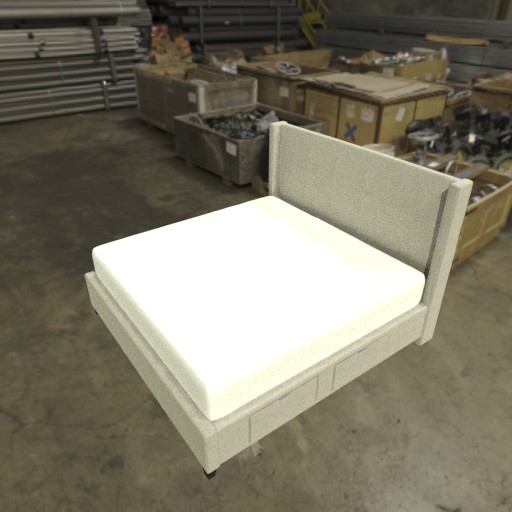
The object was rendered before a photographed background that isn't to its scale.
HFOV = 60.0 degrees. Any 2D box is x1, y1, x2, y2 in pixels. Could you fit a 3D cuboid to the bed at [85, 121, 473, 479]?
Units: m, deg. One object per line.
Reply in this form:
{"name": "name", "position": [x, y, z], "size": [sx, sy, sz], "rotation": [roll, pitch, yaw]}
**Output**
{"name": "bed", "position": [0.000, 0.000, 3.679], "size": [2.280, 1.470, 2.140], "rotation": [-21, 36, -31]}
